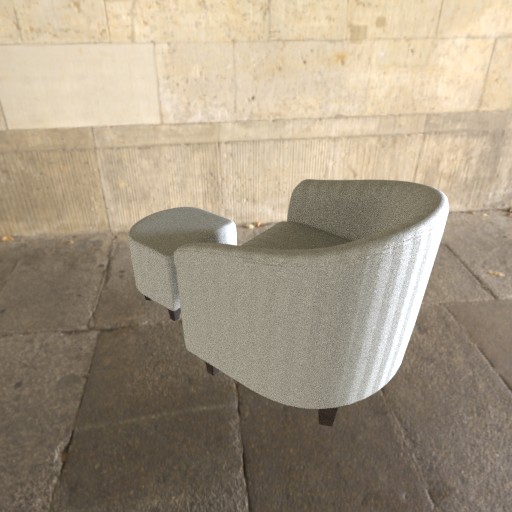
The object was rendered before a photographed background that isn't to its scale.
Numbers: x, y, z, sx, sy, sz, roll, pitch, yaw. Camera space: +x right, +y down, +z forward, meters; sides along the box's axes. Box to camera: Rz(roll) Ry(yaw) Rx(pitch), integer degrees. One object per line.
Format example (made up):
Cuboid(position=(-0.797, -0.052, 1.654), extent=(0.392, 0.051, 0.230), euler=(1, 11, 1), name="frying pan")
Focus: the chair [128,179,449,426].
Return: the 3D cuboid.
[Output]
Cuboid(position=(0.000, 0.000, 1.727), extent=(1.288, 0.757, 0.756), euler=(22, 38, 32), name="chair")
